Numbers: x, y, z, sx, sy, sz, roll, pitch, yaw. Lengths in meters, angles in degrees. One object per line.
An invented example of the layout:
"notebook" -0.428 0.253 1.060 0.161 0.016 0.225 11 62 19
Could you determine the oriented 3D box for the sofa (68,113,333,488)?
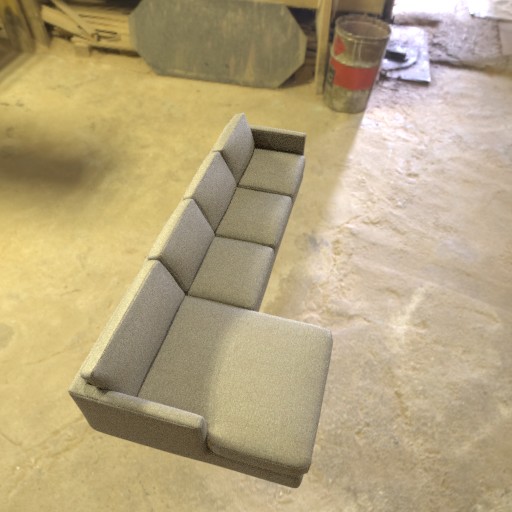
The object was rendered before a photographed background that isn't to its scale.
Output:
"sofa" 0.000 0.000 3.704 1.502 0.876 3.201 11 48 10
